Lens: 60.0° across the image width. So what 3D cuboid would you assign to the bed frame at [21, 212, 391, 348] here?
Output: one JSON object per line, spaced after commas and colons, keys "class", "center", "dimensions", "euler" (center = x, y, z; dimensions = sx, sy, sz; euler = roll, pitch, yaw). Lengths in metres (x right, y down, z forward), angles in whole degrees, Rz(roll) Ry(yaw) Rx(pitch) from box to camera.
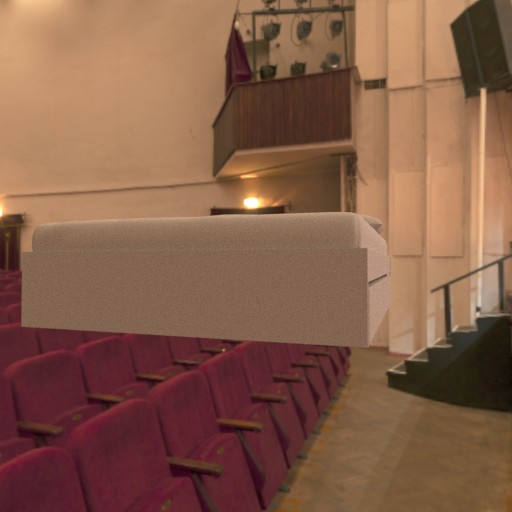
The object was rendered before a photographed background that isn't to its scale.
{"class": "bed frame", "center": [0.000, 0.000, 2.583], "dimensions": [1.450, 0.629, 1.950], "euler": [0, -1, 19]}
